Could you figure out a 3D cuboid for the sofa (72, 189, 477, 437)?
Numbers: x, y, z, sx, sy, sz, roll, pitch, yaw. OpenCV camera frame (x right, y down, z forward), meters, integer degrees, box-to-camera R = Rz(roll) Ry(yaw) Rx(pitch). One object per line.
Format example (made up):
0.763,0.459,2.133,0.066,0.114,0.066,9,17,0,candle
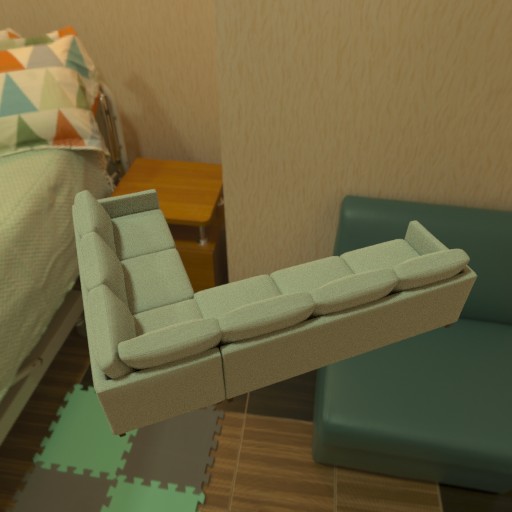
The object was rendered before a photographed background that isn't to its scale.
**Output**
0.000,0.000,4.508,3.333,0.934,2.522,-14,43,-16,sofa
